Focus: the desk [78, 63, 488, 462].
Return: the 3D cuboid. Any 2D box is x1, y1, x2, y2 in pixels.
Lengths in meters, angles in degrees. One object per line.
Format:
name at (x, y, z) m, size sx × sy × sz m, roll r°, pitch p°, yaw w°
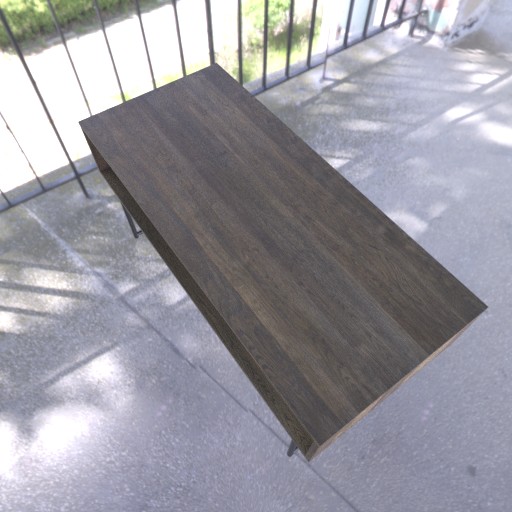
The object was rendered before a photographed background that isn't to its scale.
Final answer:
desk at (0.000, 0.000, 1.994) m, size 0.730 × 0.780 × 1.600 m, roll -31°, pitch 63°, yaw -18°
